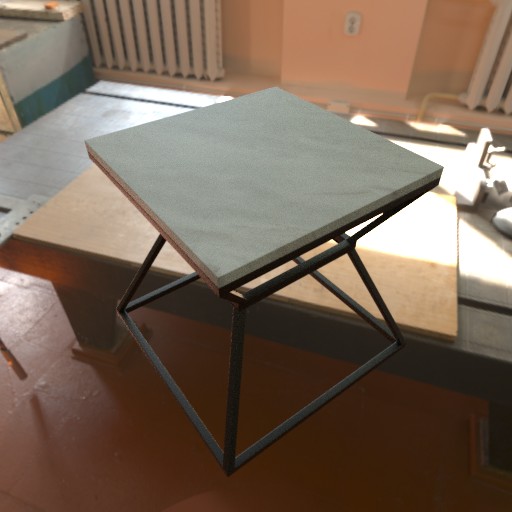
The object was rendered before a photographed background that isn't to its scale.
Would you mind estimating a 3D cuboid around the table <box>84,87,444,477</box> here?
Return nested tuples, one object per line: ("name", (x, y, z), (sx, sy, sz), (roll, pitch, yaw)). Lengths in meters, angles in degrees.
("table", (0.000, 0.000, 0.839), (0.455, 0.431, 0.455), (-26, 47, -27))
